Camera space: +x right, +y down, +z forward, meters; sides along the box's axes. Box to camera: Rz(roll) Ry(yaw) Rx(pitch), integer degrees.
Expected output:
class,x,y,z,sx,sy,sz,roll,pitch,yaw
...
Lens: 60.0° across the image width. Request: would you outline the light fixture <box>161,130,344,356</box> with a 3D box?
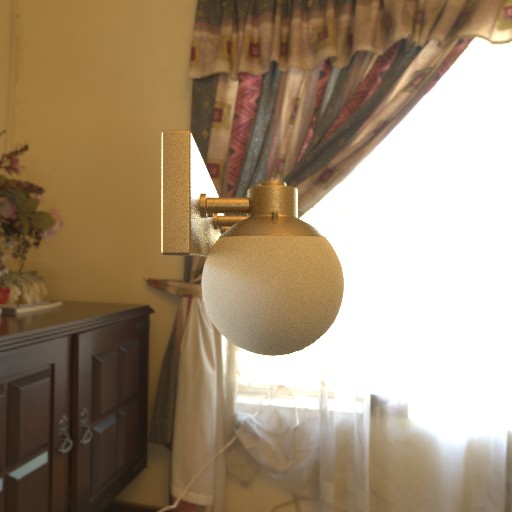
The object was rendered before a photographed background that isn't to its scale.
class,x,y,z,sx,sy,sz,roll,pitch,yaw
light fixture,0.000,0.000,0.830,0.218,0.263,0.721,0,0,-1
